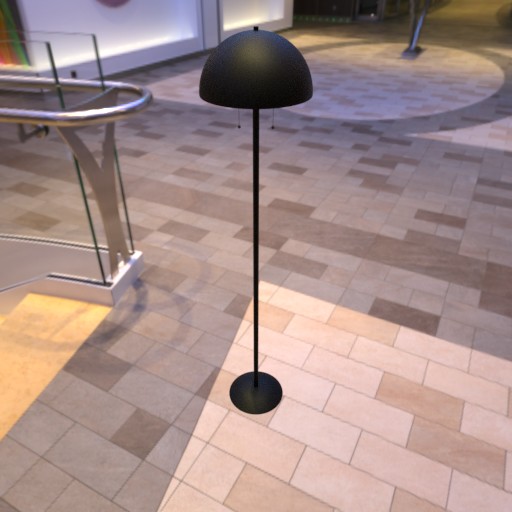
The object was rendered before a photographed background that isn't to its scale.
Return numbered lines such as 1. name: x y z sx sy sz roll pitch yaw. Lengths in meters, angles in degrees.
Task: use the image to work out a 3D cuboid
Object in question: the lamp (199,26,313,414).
1. lamp: 0.000 0.000 1.599 0.328 1.480 0.328 -10 35 -15
